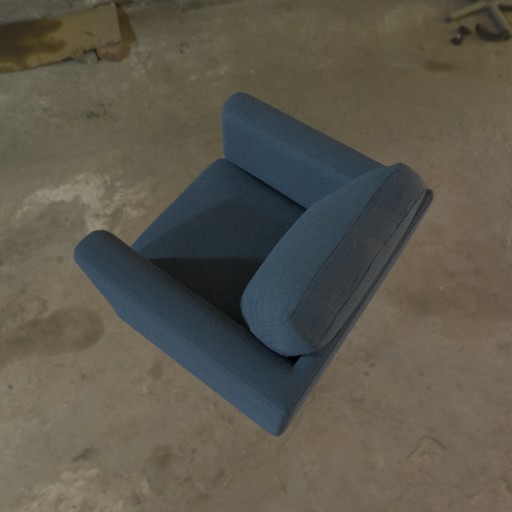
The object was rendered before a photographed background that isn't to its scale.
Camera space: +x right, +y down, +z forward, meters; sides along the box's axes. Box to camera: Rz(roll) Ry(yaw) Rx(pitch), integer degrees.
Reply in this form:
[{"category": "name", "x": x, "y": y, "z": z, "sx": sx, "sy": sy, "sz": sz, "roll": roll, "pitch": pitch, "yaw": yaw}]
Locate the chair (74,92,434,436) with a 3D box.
[{"category": "chair", "x": 0.000, "y": 0.000, "z": 1.568, "sx": 0.820, "sy": 0.922, "sz": 0.855, "roll": 33, "pitch": 68, "yaw": 16}]
